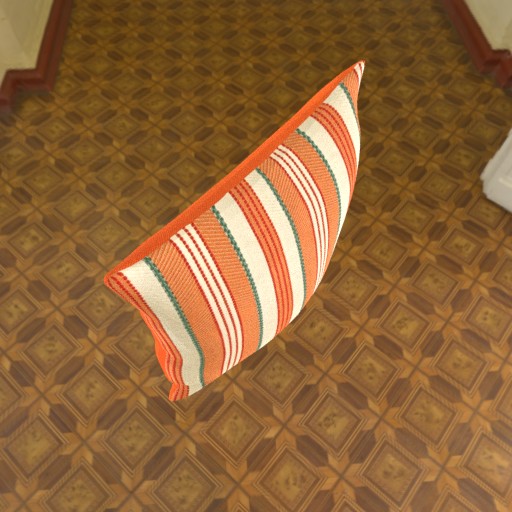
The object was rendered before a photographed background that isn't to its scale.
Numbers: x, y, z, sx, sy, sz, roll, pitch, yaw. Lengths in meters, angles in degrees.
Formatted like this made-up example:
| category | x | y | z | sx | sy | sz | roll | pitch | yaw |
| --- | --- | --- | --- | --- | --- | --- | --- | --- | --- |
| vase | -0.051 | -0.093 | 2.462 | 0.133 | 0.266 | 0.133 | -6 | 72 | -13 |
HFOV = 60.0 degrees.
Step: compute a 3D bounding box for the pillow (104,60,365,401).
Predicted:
| category | x | y | z | sx | sy | sz | roll | pitch | yaw |
| --- | --- | --- | --- | --- | --- | --- | --- | --- | --- |
| pillow | 0.000 | 0.000 | 0.667 | 0.182 | 0.441 | 0.440 | 36 | 65 | 20 |
